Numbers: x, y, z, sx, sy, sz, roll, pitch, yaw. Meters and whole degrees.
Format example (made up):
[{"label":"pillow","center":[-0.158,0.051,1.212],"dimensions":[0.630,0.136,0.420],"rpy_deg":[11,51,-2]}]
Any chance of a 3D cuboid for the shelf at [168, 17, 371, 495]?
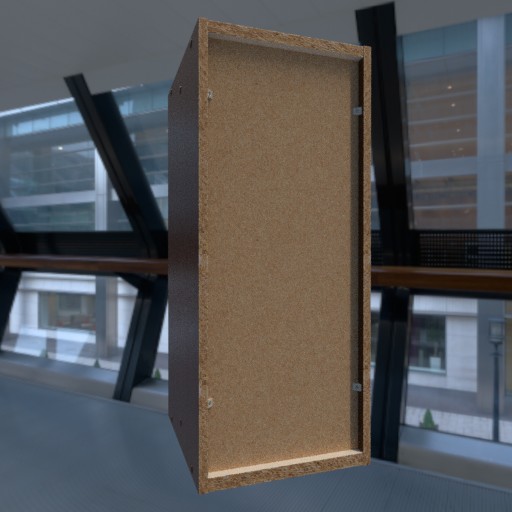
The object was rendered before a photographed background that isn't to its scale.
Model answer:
[{"label":"shelf","center":[0.000,0.000,0.734],"dimensions":[0.253,0.600,0.290],"rpy_deg":[0,0,-19]}]
